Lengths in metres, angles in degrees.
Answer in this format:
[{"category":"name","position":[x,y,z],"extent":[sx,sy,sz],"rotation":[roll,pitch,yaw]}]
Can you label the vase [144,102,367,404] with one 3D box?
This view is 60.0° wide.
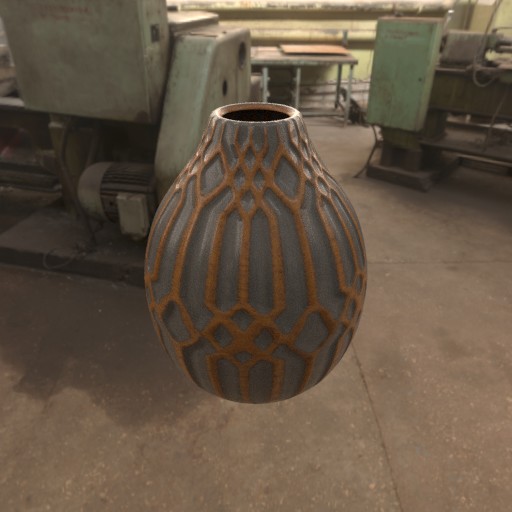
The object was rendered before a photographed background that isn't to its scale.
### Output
[{"category":"vase","position":[0.000,0.000,0.138],"extent":[0.069,0.088,0.069],"rotation":[0,31,0]}]
